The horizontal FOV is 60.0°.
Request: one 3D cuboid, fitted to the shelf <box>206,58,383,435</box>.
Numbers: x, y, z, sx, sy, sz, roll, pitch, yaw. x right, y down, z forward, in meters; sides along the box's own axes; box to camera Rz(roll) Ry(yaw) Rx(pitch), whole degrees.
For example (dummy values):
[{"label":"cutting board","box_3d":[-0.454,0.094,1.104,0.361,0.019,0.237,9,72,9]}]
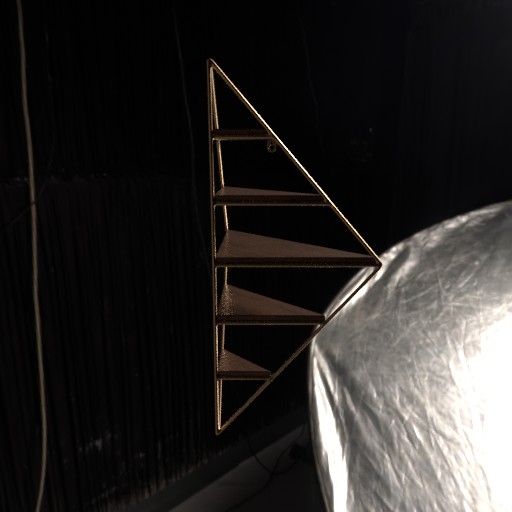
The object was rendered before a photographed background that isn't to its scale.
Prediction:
[{"label":"shelf","box_3d":[0.000,0.000,1.149,0.294,0.913,0.564,-13,18,-43]}]
